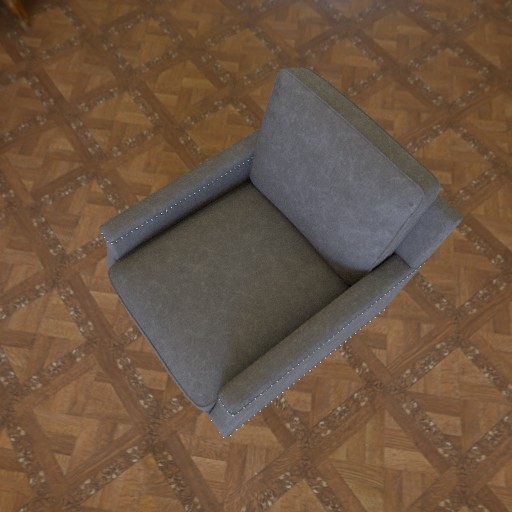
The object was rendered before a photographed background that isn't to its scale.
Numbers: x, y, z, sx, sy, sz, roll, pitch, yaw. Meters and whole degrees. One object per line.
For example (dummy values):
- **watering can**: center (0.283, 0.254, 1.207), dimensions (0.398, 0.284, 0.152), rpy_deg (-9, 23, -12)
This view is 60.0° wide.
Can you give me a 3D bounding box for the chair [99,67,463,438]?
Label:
- **chair**: center (0.000, 0.000, 1.691), dimensions (1.014, 0.948, 0.853), rpy_deg (-35, 69, -16)
